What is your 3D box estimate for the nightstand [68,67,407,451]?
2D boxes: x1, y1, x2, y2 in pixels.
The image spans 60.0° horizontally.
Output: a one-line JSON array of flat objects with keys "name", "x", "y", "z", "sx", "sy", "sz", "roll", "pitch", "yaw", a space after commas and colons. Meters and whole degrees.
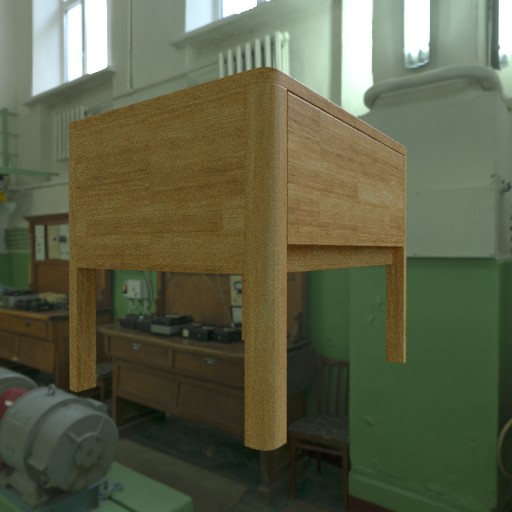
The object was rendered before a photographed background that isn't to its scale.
[{"name": "nightstand", "x": 0.000, "y": 0.000, "z": 0.889, "sx": 0.440, "sy": 0.470, "sz": 0.560, "roll": 1, "pitch": 1, "yaw": 35}]
